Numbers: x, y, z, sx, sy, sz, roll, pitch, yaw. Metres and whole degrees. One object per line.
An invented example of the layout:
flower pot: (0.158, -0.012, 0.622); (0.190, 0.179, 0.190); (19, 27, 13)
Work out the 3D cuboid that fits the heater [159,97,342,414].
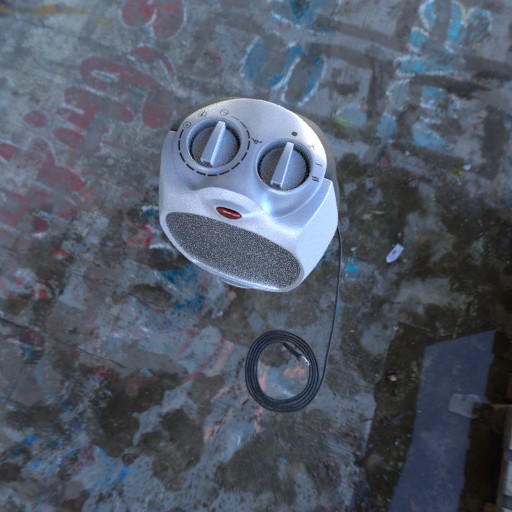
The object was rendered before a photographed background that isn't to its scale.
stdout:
heater: (0.000, 0.000, 0.466); (0.239, 0.240, 0.291); (19, 74, 5)
